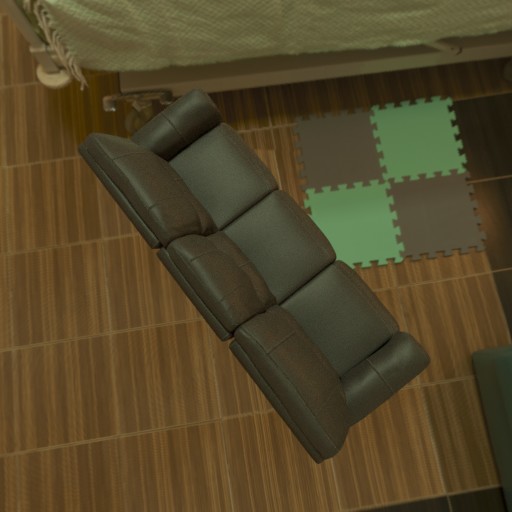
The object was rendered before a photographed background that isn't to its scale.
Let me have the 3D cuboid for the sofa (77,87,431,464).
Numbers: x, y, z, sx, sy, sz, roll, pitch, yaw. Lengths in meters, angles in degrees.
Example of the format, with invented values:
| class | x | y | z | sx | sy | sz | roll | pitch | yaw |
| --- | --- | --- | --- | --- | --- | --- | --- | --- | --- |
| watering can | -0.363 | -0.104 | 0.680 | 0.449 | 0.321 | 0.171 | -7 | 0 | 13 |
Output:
| class | x | y | z | sx | sy | sz | roll | pitch | yaw |
| --- | --- | --- | --- | --- | --- | --- | --- | --- | --- |
| sofa | 0.000 | 0.000 | 3.217 | 1.104 | 1.134 | 2.627 | -37 | 80 | -8 |
